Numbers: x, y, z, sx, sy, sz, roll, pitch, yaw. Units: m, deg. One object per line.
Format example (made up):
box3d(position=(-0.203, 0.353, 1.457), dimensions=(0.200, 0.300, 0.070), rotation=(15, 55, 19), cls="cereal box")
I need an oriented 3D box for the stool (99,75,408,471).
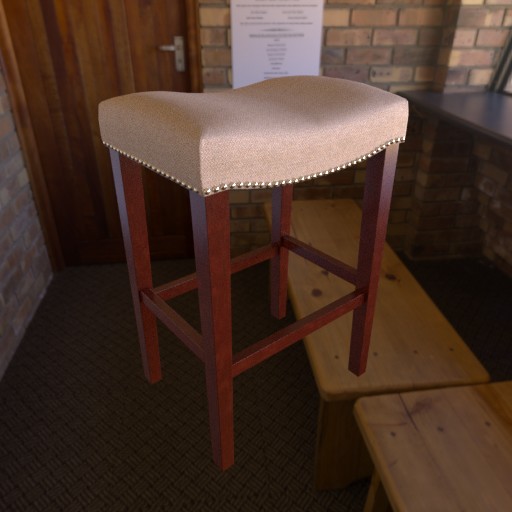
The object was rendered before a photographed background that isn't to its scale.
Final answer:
box3d(position=(0.000, 0.000, 1.027), dimensions=(0.504, 0.742, 0.372), rotation=(-21, 35, -33), cls="stool")
